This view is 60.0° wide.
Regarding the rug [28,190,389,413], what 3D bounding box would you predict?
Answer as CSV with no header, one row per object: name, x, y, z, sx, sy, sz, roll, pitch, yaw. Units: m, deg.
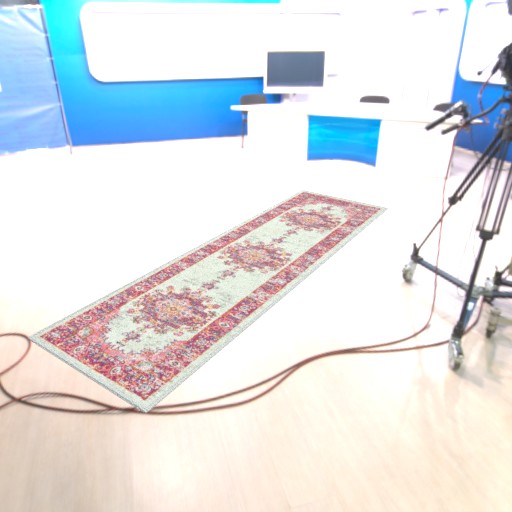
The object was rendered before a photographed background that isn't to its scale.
rug,0.000,0.000,1.976,0.562,0.009,1.824,18,32,31
